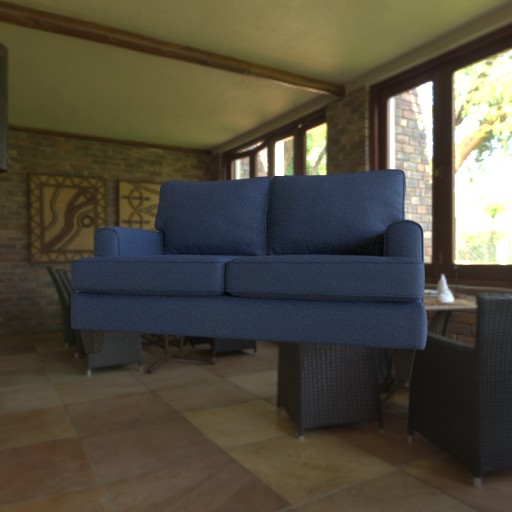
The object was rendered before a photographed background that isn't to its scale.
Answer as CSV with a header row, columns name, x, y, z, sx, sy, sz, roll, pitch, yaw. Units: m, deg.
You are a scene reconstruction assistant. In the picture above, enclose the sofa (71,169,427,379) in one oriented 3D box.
name,x,y,z,sx,sy,sz,roll,pitch,yaw
sofa,0.000,0.000,2.343,1.651,0.965,0.965,0,0,18
